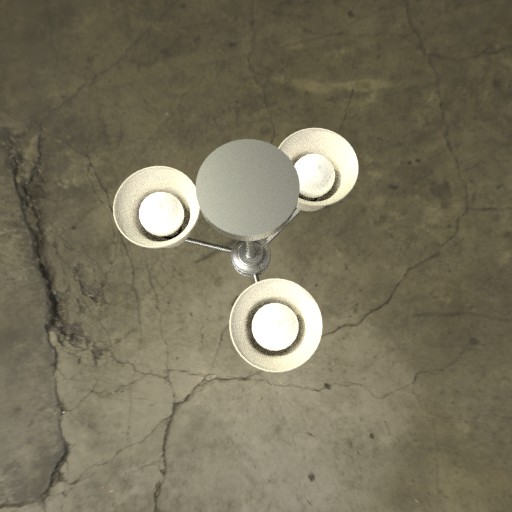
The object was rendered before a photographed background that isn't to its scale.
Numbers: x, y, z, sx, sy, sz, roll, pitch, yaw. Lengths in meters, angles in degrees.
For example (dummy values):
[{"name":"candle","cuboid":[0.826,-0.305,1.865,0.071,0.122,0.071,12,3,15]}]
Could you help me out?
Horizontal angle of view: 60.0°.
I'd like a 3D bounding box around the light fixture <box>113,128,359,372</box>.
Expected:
[{"name":"light fixture","cuboid":[0.000,0.000,0.681,0.388,0.370,0.354,-15,76,-4]}]
